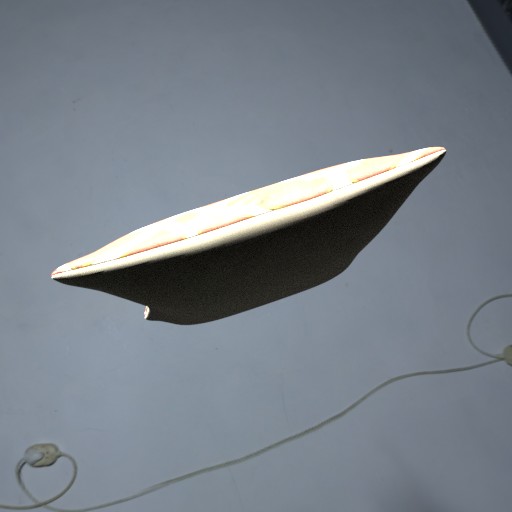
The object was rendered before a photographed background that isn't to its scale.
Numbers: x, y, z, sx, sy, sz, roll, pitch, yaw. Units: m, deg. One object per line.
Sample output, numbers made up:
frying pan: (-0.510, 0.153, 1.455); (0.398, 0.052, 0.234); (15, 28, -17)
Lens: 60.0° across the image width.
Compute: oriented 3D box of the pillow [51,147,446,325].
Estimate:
pillow: (0.000, 0.000, 0.827); (0.552, 0.508, 0.166); (-18, 76, -5)
